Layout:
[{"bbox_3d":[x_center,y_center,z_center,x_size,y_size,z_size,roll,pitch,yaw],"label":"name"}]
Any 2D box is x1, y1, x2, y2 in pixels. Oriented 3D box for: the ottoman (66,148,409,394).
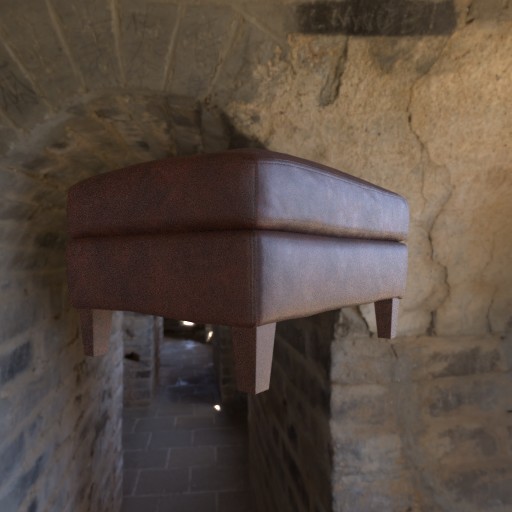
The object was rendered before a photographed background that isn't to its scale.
[{"bbox_3d":[0.000,0.000,1.307,0.659,0.527,0.887,0,0,37],"label":"ottoman"}]
